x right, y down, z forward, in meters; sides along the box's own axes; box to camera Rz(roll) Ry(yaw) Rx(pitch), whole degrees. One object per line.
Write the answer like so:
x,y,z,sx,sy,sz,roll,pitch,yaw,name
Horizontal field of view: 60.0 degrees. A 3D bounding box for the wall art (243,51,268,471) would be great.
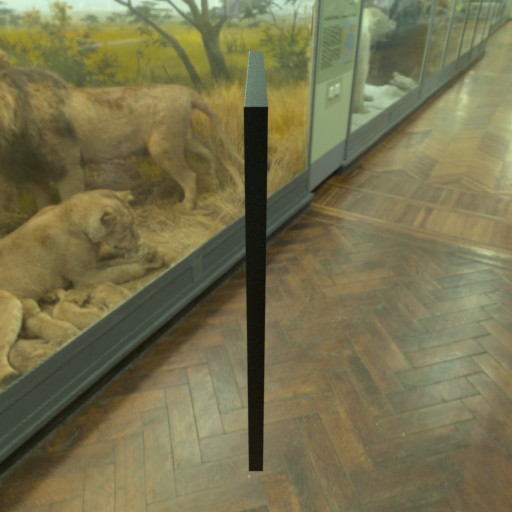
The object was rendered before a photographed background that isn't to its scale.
0.000,0.000,0.583,0.019,0.455,0.314,0,32,0,wall art
